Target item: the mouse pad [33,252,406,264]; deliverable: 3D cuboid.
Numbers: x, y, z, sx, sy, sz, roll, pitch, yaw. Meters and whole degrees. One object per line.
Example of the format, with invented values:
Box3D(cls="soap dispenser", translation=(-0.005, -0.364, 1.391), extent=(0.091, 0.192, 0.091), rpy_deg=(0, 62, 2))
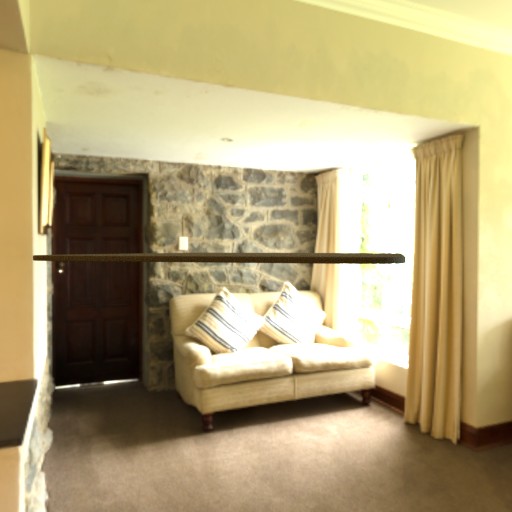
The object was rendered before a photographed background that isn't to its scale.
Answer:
Box3D(cls="mouse pad", translation=(0.000, 0.000, 0.322), extent=(0.203, 0.003, 0.229), rpy_deg=(0, 1, 18))
